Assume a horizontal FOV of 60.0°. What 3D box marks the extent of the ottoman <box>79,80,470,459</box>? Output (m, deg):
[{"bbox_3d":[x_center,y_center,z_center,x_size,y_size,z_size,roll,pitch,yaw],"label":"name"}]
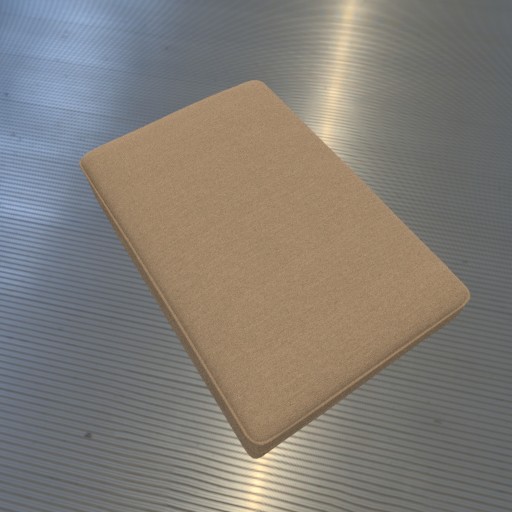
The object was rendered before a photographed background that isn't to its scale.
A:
[{"bbox_3d":[0.000,0.000,1.307,0.636,0.521,0.945,-30,64,-16],"label":"ottoman"}]
